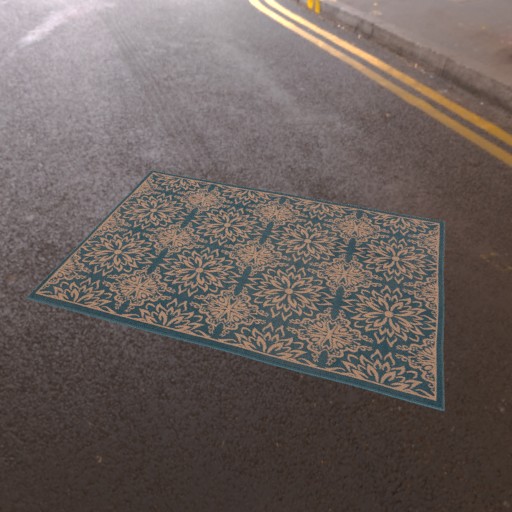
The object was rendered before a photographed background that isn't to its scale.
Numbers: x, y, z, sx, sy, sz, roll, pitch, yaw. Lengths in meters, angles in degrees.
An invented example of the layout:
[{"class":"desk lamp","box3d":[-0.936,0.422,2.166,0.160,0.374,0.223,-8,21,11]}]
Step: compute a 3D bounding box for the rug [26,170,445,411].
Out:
[{"class":"rug","box3d":[0.000,0.000,2.258,1.833,0.012,1.211,12,42,13]}]
